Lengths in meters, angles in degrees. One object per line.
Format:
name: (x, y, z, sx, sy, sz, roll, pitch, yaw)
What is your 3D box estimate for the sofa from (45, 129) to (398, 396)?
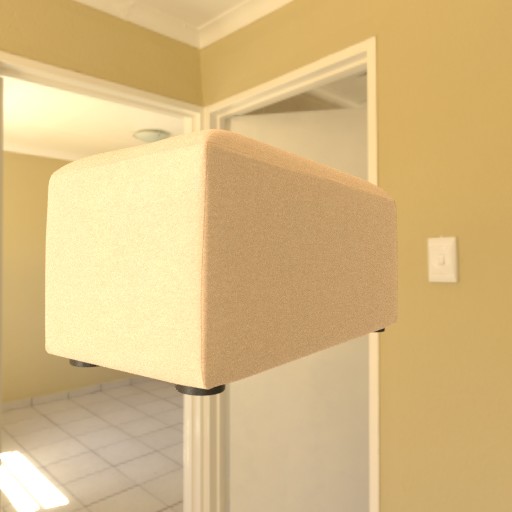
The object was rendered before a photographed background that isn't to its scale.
sofa: (0.000, 0.000, 1.193, 0.480, 0.470, 0.930, 0, 0, 36)
